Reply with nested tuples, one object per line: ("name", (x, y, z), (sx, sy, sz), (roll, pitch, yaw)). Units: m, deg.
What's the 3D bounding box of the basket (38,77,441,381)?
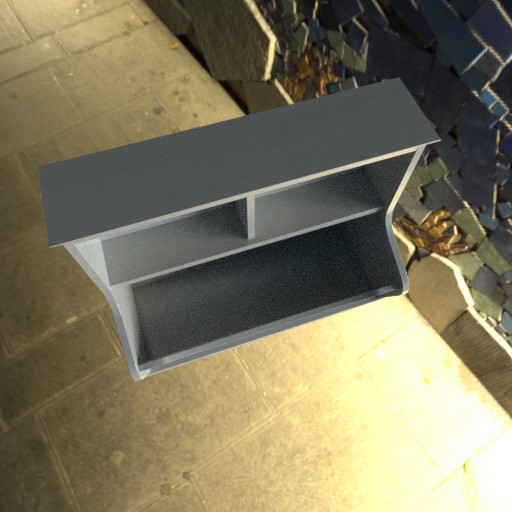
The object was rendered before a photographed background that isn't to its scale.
("basket", (0.000, 0.000, 1.113), (0.780, 0.600, 0.350), (-16, 64, -8))
